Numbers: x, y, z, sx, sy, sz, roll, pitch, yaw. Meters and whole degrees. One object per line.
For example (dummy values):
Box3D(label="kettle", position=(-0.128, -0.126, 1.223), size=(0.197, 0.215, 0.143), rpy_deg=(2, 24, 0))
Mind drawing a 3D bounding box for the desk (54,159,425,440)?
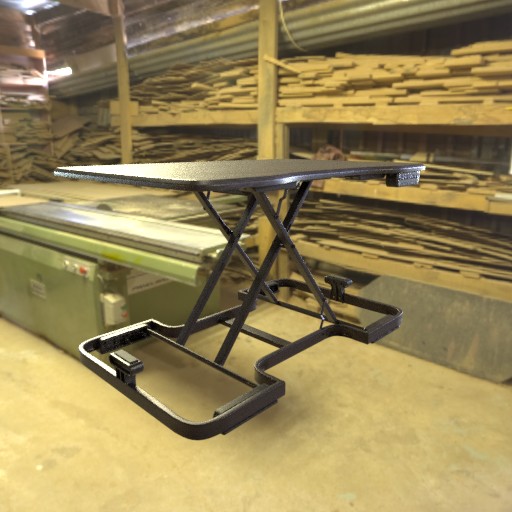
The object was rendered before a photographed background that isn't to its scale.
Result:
Box3D(label="desk", position=(0.000, 0.000, 1.169), size=(0.546, 0.470, 0.820), rpy_deg=(13, 20, 42))
